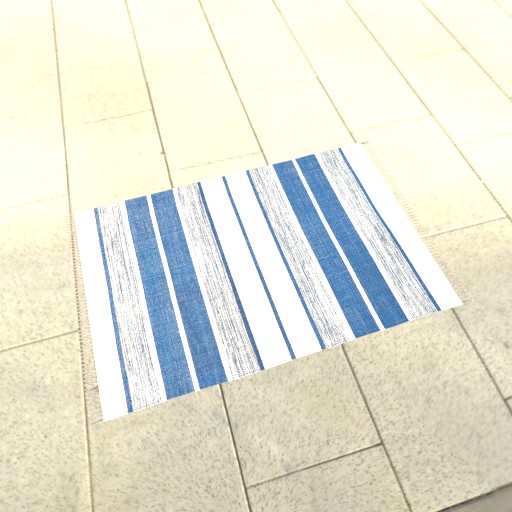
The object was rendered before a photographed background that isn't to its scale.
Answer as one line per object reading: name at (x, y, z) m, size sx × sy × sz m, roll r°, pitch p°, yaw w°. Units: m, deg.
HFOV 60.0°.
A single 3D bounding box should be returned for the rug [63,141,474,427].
rug at (0.000, 0.000, 3.026) m, size 2.441 × 0.010 × 1.532 m, roll -16°, pitch 59°, yaw -10°
